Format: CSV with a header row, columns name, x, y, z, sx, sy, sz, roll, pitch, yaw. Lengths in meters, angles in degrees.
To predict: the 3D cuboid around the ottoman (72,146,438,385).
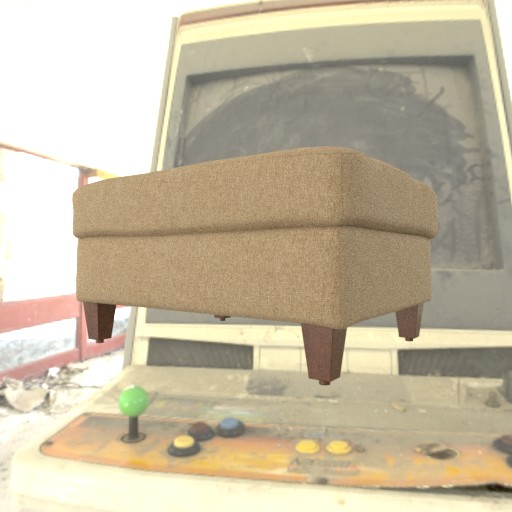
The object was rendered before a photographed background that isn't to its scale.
name,x,y,z,sx,sy,sz,roll,pitch,yaw
ottoman,0.000,0.000,1.322,0.889,0.511,0.692,0,0,36
